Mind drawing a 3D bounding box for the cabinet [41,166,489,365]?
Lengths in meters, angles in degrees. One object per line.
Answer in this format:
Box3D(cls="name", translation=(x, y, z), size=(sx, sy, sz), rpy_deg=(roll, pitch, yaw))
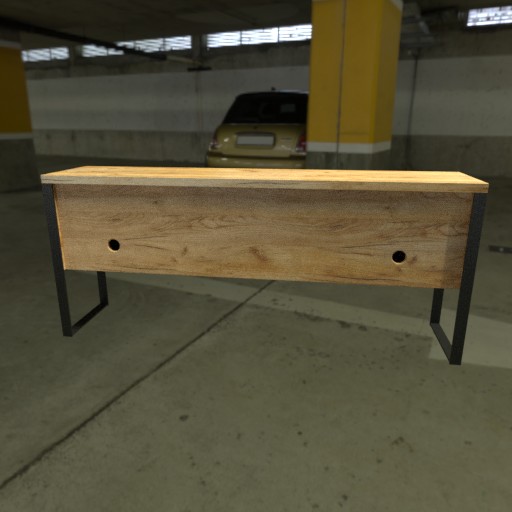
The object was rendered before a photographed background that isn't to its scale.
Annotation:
Box3D(cls="cabinet", translation=(0.000, 0.000, 2.064), size=(1.800, 0.762, 0.395), rpy_deg=(2, 17, 8))
